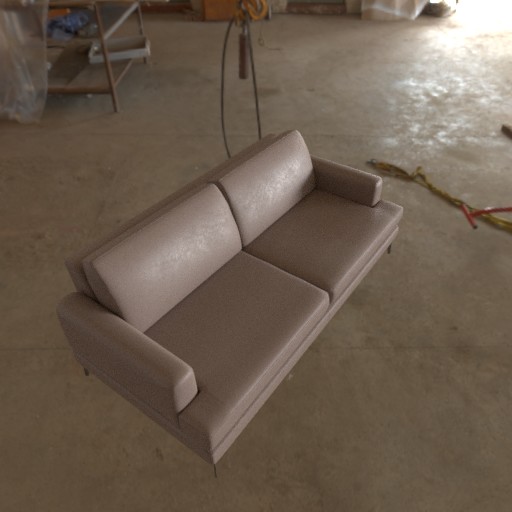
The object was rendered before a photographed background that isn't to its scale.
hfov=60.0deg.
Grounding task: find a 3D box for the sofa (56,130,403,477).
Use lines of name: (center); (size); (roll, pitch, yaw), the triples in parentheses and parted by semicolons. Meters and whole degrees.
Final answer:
sofa: (0.000, 0.000, 2.460); (0.974, 0.765, 1.940); (25, 46, 27)
